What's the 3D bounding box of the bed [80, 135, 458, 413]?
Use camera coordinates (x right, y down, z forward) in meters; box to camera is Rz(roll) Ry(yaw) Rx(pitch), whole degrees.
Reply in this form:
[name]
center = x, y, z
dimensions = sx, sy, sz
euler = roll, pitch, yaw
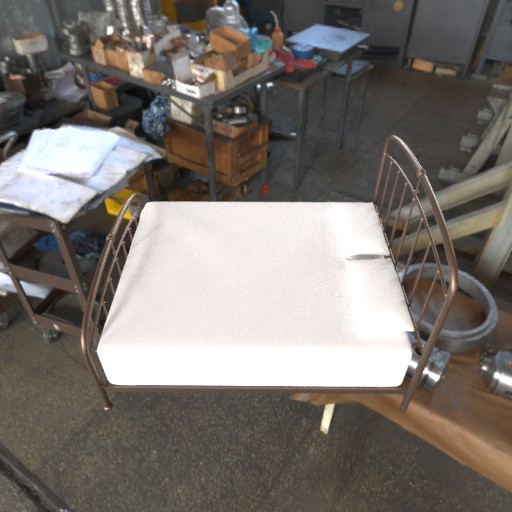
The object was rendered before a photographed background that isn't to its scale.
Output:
[bed]
center = 0.000, 0.000, 3.299
dimensions = 2.168, 1.475, 1.711
euler = 0, 42, 0
